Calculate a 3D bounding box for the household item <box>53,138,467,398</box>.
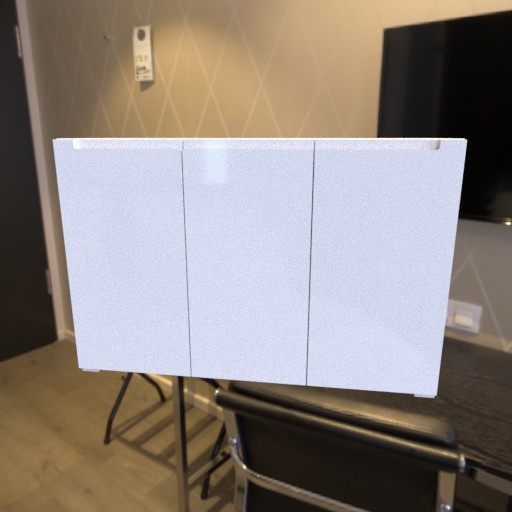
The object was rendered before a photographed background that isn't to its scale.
[{"bbox_3d":[0.000,0.000,1.690,1.300,0.867,0.420,2,15,8],"label":"household item"}]
